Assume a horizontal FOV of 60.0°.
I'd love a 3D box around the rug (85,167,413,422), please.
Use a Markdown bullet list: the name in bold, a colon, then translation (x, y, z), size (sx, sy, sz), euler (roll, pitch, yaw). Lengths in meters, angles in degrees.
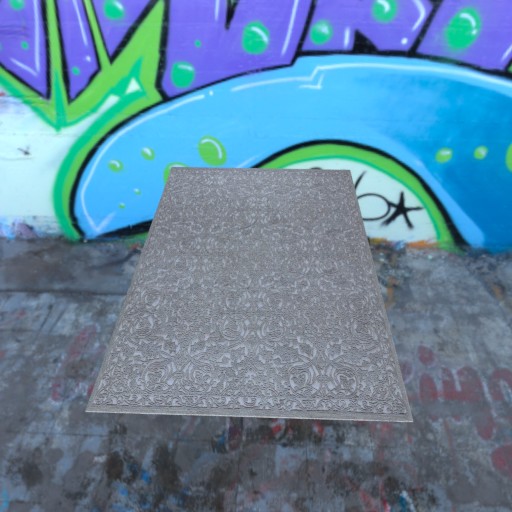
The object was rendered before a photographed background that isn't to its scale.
- **rug**: translation (0.000, 0.000, 2.339), size (1.221, 0.006, 1.827), euler (1, 41, 1)
